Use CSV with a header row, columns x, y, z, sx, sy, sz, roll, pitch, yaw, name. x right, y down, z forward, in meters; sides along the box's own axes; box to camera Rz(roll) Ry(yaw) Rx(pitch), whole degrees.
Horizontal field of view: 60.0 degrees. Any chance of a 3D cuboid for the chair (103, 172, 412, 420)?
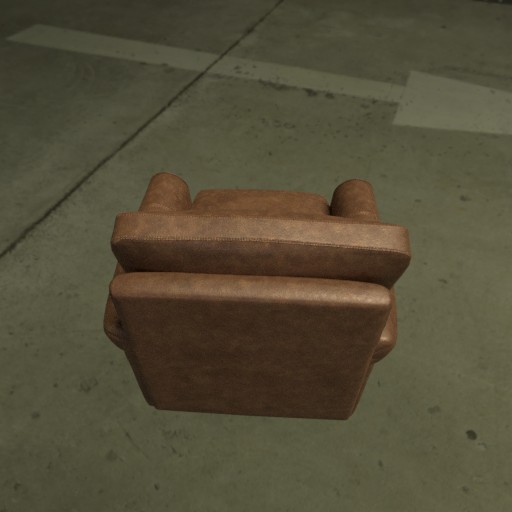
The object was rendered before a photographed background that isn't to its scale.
x,y,z,sx,sy,sz,roll,pitch,yaw,name
0.000,0.000,1.773,0.996,0.976,1.002,2,46,2,chair
